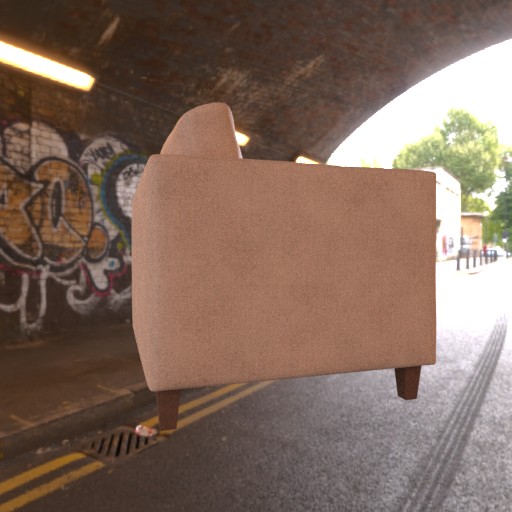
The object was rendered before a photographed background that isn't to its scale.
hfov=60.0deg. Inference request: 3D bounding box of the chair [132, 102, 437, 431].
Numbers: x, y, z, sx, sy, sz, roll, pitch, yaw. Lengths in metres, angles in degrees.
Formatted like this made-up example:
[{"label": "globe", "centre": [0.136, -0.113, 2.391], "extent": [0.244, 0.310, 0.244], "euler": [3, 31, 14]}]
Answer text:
[{"label": "chair", "centre": [0.000, 0.000, 1.829], "extent": [0.959, 0.961, 1.133], "euler": [0, 1, -18]}]
